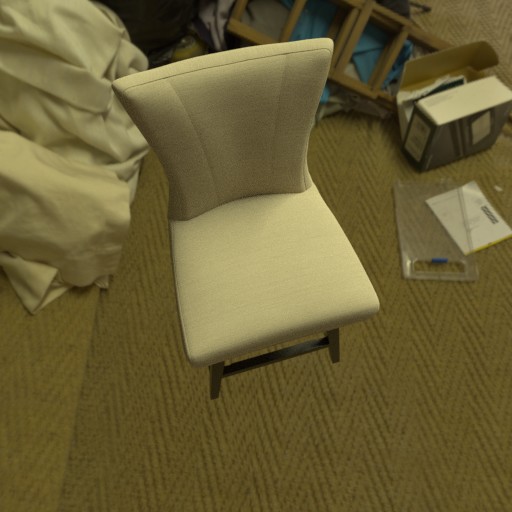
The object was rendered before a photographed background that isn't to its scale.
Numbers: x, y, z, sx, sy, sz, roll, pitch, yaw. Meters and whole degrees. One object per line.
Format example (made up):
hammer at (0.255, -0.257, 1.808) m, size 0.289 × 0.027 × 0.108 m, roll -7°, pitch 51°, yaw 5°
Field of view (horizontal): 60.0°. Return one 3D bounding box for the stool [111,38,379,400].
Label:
stool at (0.000, 0.000, 1.305) m, size 0.514 × 1.000 × 0.574 m, roll -15°, pitch 64°, yaw -7°
